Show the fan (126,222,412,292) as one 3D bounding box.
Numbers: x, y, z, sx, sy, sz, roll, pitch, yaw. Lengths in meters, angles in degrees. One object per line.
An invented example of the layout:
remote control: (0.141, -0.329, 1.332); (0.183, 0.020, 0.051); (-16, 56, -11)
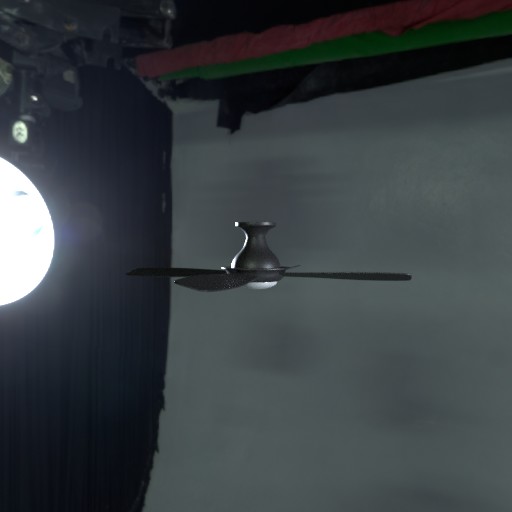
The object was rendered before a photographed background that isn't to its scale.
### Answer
fan: (0.000, 0.000, 2.554); (1.694, 0.382, 1.694); (0, 1, 19)
